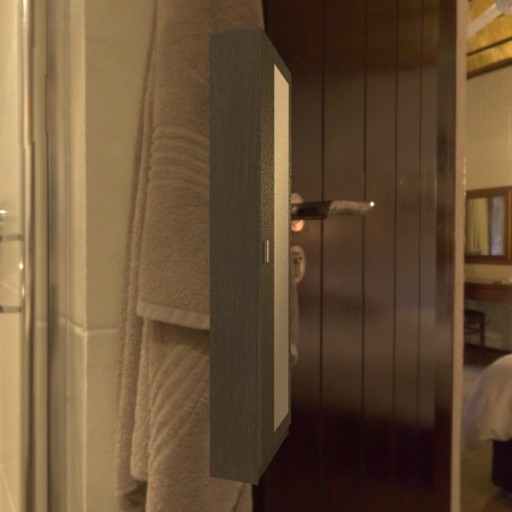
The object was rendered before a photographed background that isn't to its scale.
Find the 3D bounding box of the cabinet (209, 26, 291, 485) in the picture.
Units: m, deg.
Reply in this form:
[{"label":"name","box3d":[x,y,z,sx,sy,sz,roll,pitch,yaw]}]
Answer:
[{"label":"cabinet","box3d":[0.000,0.000,1.993,0.230,1.790,0.500,0,1,18]}]
